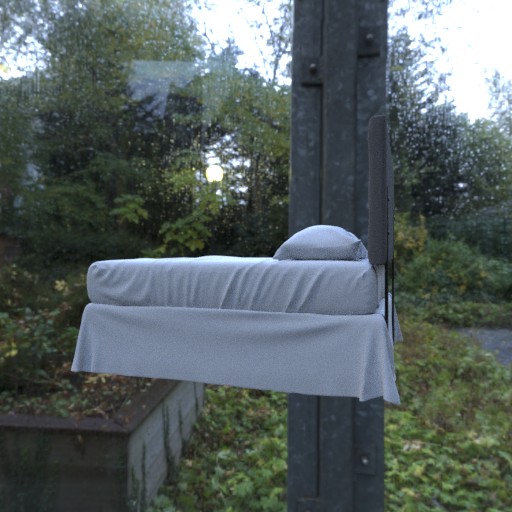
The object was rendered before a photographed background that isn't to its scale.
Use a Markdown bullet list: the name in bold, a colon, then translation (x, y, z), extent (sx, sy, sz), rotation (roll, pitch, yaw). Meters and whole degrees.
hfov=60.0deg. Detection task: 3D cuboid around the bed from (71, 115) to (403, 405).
- **bed**: translation (0.000, 0.000, 3.534), extent (2.222, 1.577, 1.936), rotation (0, 0, 19)
